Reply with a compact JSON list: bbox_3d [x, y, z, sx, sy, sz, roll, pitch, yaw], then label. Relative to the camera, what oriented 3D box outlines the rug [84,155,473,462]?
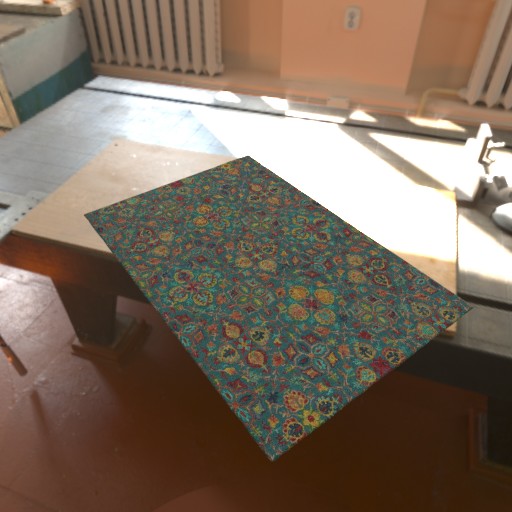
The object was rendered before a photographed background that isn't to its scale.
[{"bbox_3d":[0.000,0.000,2.980,1.527,0.016,2.290,-26,48,-26],"label":"rug"}]
